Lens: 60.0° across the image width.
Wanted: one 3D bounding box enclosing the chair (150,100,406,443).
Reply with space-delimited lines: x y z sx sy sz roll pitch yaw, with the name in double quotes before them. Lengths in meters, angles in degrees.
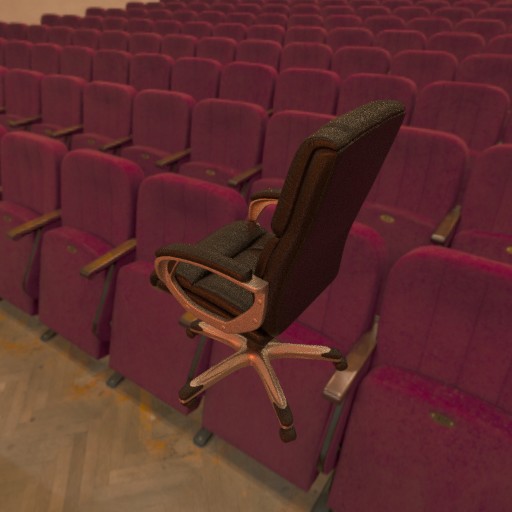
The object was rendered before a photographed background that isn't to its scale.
"chair" 0.000 0.000 1.618 0.780 1.145 0.700 20 37 29
